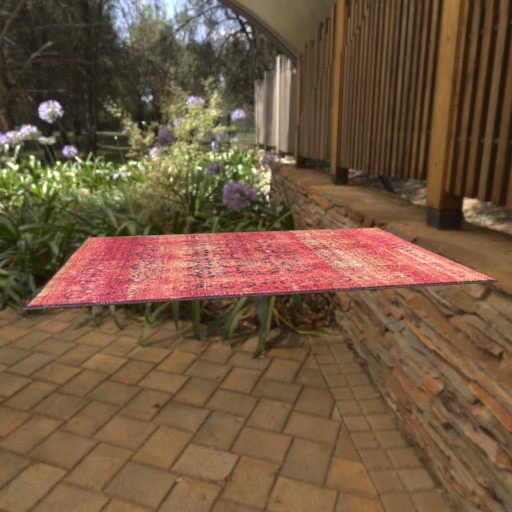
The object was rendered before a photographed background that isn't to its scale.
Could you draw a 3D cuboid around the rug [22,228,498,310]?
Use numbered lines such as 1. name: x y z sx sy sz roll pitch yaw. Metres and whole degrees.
1. rug: 0.000 0.000 2.959 2.449 0.018 1.539 -2 15 -10
